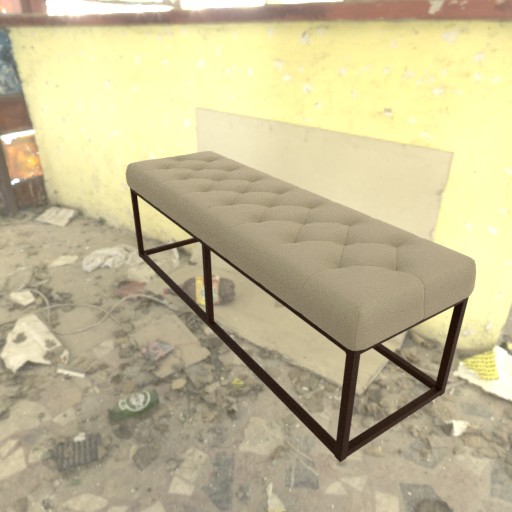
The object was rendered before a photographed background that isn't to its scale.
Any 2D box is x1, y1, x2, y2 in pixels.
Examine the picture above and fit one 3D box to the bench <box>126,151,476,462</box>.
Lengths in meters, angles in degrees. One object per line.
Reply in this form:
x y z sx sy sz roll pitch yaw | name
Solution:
0.000 0.000 1.715 0.479 0.488 1.488 -17 31 -30 | bench
